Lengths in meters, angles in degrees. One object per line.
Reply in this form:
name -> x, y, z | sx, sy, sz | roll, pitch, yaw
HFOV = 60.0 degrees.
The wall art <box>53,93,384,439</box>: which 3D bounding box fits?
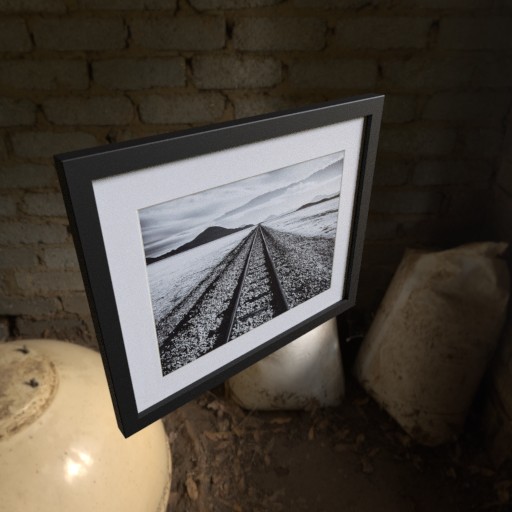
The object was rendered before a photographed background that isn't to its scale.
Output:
wall art -> 0.000, 0.000, 0.750 | 0.559, 0.458, 0.029 | -23, 37, -33
